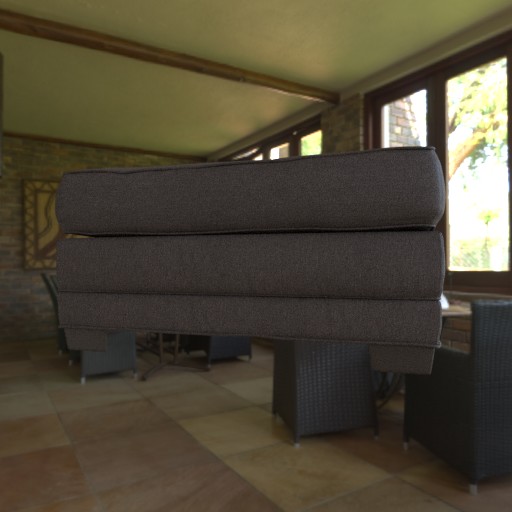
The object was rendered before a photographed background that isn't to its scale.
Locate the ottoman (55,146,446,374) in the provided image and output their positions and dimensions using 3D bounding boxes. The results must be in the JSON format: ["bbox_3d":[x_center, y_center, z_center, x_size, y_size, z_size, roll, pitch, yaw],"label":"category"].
[{"bbox_3d":[0.000,0.000,1.131,0.864,0.448,0.490,0,-1,17],"label":"ottoman"}]
